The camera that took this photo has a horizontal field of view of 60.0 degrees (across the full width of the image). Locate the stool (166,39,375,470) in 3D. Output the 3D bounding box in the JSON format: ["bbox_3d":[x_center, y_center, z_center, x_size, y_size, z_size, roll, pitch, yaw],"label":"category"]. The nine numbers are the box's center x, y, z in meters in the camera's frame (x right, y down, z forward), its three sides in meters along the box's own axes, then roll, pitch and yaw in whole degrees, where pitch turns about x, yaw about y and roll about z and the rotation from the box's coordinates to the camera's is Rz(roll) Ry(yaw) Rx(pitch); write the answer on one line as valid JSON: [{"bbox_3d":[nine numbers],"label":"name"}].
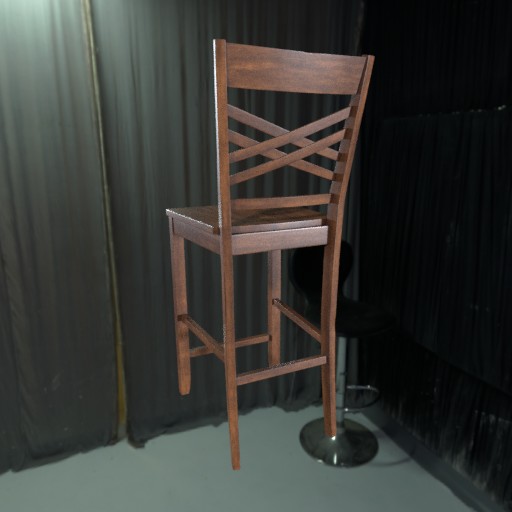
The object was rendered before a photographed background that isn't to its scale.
[{"bbox_3d":[0.000,0.000,1.357,0.426,1.098,0.504,-7,16,-25],"label":"stool"}]
